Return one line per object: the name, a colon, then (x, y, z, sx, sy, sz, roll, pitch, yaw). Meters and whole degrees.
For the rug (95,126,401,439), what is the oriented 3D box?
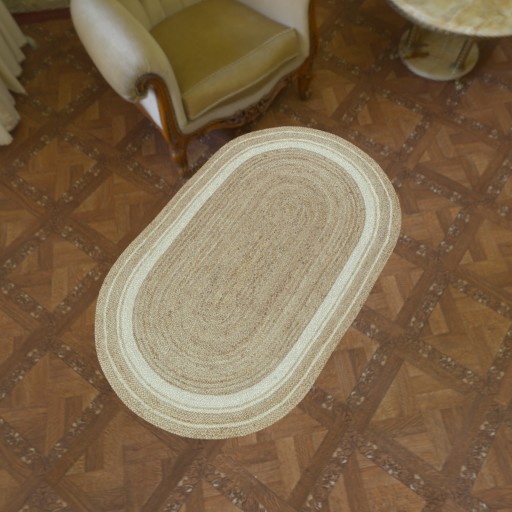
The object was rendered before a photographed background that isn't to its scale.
rug: (0.000, 0.000, 2.978, 1.520, 0.006, 2.432, 31, 68, 15)
